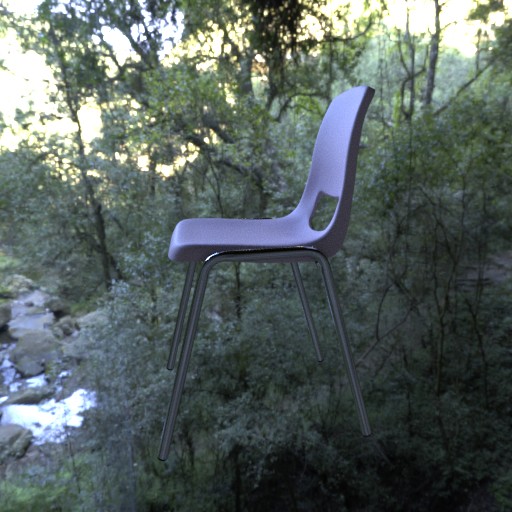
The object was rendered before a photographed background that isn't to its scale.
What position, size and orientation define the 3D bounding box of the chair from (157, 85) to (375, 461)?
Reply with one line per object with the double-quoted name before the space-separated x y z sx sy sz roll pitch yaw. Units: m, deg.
"chair" 0.000 0.000 0.973 0.436 0.704 0.381 -2 14 -8
